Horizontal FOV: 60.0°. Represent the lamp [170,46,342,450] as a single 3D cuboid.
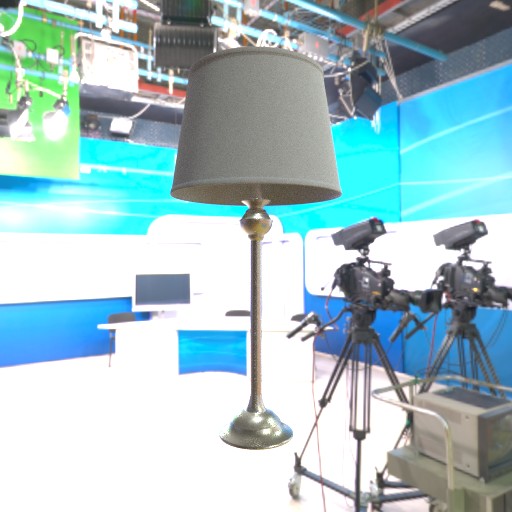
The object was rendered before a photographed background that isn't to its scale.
[{"bbox_3d":[0.000,0.000,0.868,0.331,0.698,0.331,0,0,0],"label":"lamp"}]
